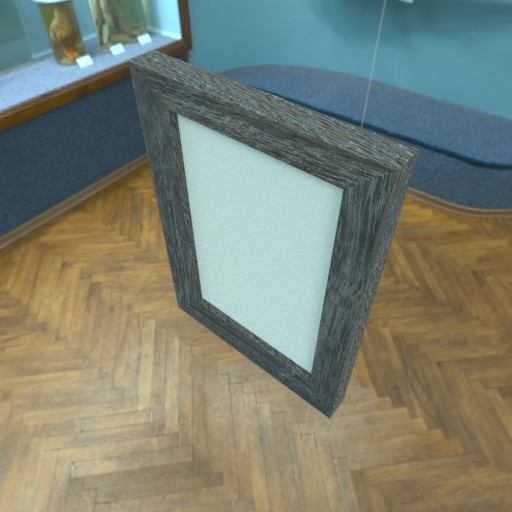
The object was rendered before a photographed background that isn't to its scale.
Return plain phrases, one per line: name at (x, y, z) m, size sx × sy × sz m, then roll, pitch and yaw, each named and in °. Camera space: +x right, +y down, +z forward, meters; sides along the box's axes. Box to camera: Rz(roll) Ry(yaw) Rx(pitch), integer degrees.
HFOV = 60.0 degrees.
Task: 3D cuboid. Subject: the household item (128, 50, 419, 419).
household item at (0.000, 0.000, 0.239) m, size 0.133 × 0.180 × 0.020 m, roll 31°, pitch 53°, yaw 27°
